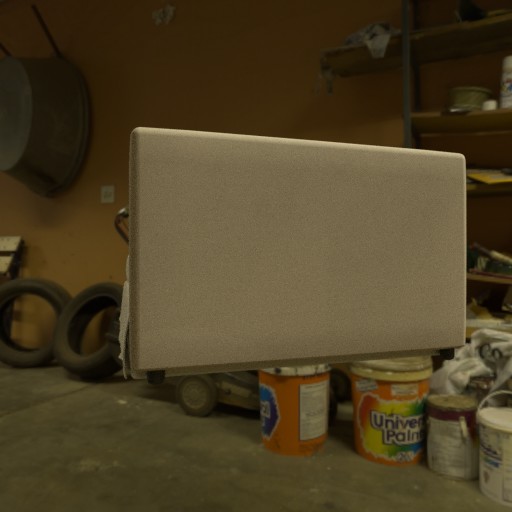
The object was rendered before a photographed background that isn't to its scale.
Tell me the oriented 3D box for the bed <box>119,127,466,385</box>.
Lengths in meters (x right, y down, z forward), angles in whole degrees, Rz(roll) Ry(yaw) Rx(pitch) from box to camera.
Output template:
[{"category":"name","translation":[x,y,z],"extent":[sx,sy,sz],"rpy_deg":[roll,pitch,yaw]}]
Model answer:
[{"category":"bed","translation":[0.000,0.000,3.575],"extent":[2.119,1.317,2.319],"rpy_deg":[0,0,-17]}]
